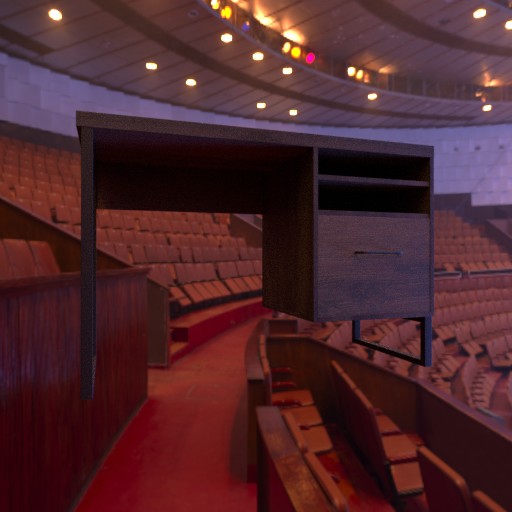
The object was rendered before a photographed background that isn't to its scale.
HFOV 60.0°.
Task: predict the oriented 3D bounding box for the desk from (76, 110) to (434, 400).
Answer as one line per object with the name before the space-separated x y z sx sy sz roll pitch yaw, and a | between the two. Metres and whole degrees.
desk | 0.000 0.000 1.537 1.134 0.752 0.511 0 0 -19
